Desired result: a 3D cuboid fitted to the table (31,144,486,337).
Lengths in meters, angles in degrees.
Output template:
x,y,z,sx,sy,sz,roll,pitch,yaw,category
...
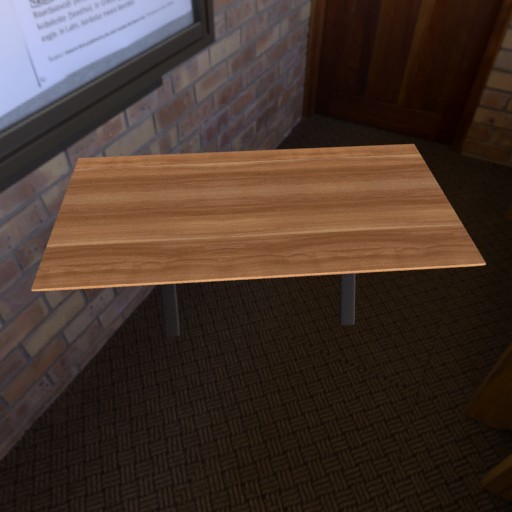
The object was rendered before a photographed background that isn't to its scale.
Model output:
x,y,z,sx,sy,sz,roll,pitch,yaw,category
0.000,0.000,2.564,2.000,0.770,1.000,-3,46,-3,table
